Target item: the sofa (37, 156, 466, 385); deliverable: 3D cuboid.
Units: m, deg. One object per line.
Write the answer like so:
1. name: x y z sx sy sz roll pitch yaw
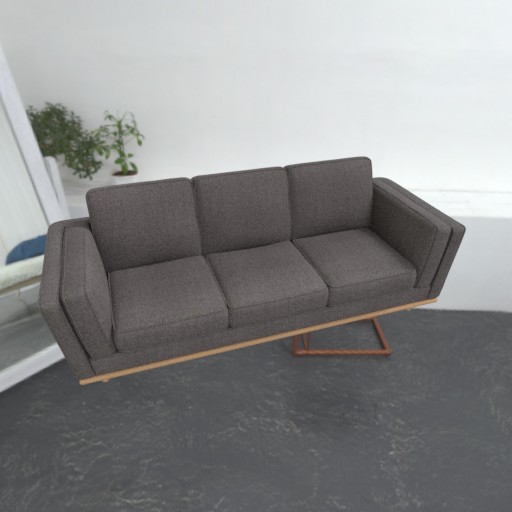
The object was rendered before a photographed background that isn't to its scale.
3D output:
1. sofa: 0.000 0.000 2.764 2.362 0.899 0.903 -10 33 -16
